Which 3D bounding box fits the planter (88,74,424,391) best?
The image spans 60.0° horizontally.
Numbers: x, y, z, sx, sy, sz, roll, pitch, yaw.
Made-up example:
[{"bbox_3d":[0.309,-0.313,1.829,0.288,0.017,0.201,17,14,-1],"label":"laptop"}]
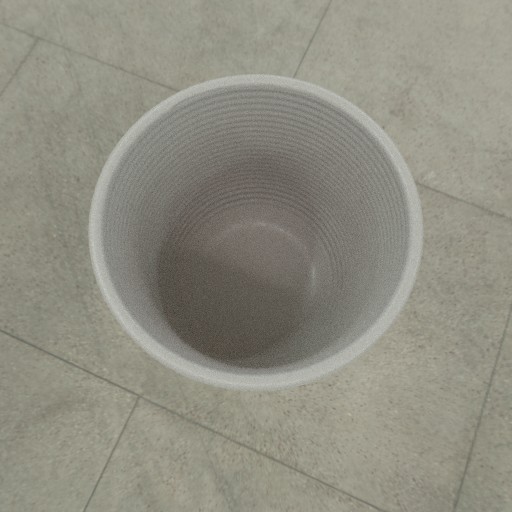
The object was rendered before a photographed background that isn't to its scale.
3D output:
[{"bbox_3d":[0.000,0.000,0.296,0.170,0.152,0.170,0,74,0],"label":"planter"}]
